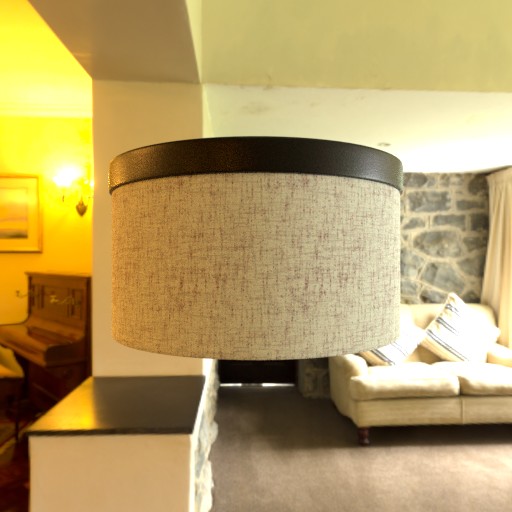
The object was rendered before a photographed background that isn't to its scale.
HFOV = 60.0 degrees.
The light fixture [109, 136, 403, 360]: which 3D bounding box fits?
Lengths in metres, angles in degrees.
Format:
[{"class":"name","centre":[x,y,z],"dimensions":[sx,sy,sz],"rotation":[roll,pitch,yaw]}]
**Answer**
[{"class":"light fixture","centre":[0.000,0.000,0.617],"dimensions":[0.389,0.229,0.389],"rotation":[0,0,0]}]
